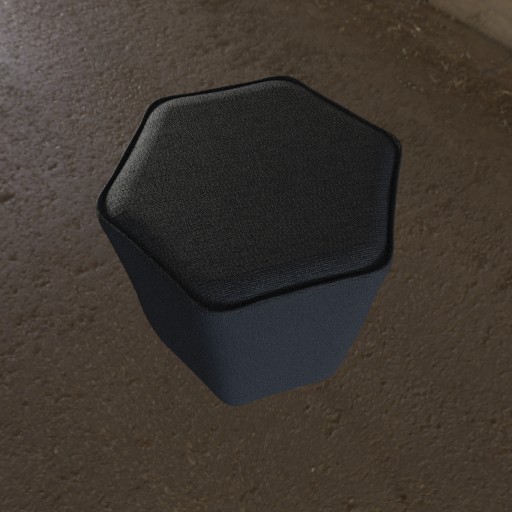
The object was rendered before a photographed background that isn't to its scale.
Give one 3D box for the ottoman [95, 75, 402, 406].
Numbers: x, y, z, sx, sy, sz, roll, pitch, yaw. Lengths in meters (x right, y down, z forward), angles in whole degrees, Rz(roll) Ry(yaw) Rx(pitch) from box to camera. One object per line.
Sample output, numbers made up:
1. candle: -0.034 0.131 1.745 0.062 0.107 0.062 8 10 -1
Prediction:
1. ottoman: 0.000 0.000 0.883 0.454 0.505 0.492 15 59 9
